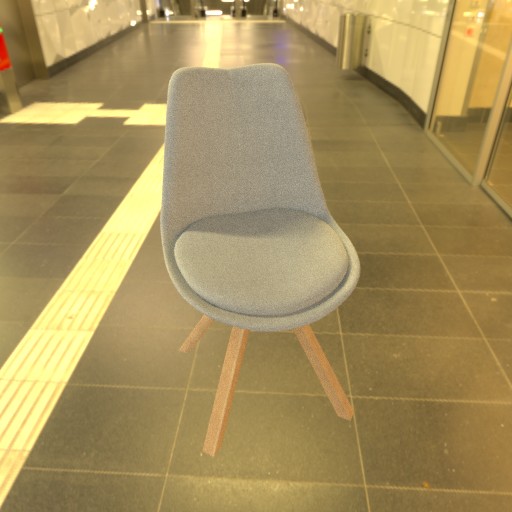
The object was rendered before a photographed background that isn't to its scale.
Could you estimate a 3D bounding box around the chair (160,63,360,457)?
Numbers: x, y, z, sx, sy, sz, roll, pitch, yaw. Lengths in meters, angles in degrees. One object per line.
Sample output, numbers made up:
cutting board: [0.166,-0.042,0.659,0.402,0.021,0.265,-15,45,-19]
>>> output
chair: [0.000,0.000,1.171,0.474,0.863,0.549,-9,33,-14]
